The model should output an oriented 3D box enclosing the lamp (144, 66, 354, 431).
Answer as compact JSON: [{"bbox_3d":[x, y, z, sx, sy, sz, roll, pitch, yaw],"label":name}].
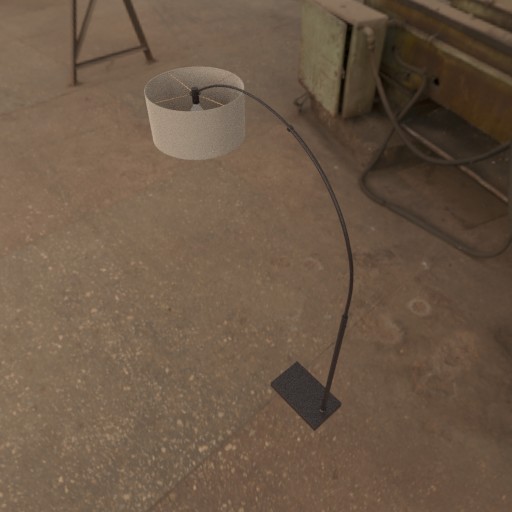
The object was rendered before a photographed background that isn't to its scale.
[{"bbox_3d":[0.000,0.000,2.562,0.493,1.927,1.424,-32,54,-27],"label":"lamp"}]
